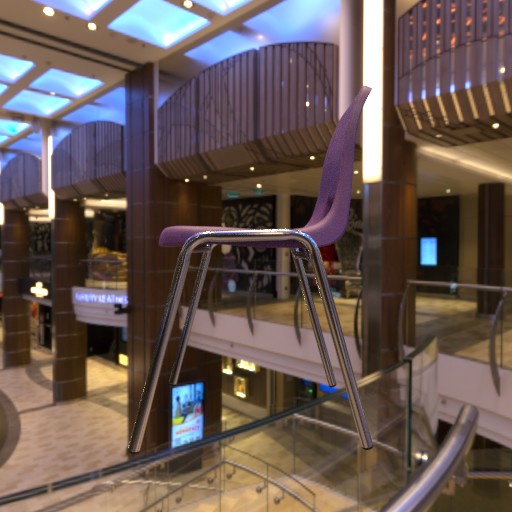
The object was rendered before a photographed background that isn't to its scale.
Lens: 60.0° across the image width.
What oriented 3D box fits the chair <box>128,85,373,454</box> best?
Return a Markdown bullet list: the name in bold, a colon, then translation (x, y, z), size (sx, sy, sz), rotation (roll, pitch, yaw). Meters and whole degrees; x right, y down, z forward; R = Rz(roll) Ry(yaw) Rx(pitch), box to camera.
- **chair**: translation (0.000, 0.000, 0.918), size (0.432, 0.654, 0.381), rotation (0, 1, 0)
